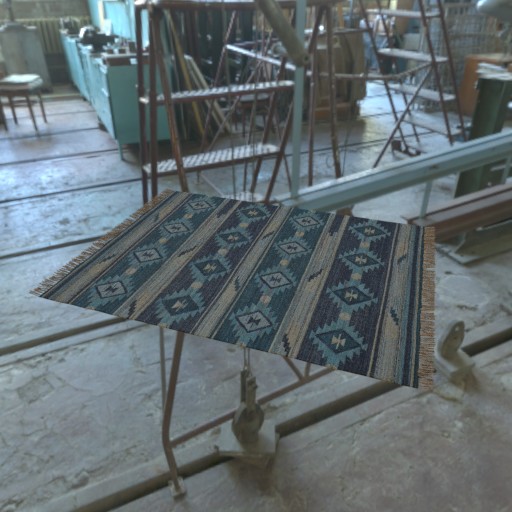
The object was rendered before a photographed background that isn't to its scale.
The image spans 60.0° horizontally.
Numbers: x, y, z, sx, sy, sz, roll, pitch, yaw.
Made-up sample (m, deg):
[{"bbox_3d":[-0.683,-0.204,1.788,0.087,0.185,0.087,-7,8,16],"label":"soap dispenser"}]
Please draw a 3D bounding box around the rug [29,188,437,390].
[{"bbox_3d":[0.000,0.000,4.295,3.307,0.047,2.418,10,33,16],"label":"rug"}]
